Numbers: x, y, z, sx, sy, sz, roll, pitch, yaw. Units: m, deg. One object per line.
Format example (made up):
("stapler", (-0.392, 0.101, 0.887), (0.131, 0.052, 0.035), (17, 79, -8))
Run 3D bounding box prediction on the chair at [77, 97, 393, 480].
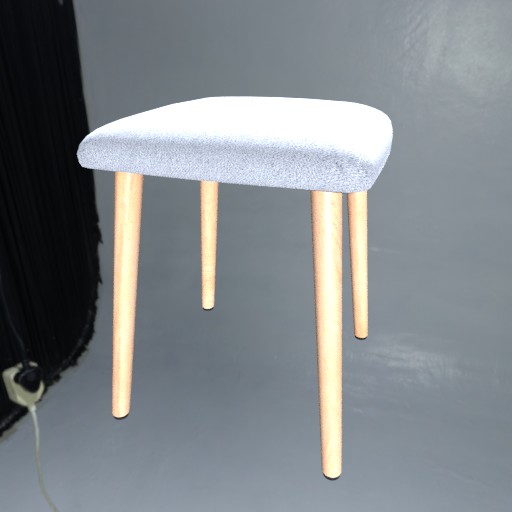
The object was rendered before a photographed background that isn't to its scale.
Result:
("chair", (0.000, 0.000, 0.669), (0.350, 0.440, 0.350), (8, 27, 17))
